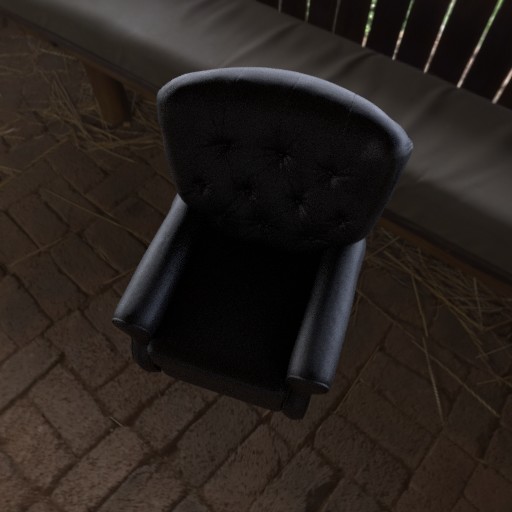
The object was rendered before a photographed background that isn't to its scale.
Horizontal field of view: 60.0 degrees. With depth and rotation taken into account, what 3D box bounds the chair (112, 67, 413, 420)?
[{"bbox_3d":[0.000,0.000,1.882,0.948,1.158,1.058,15,60,9],"label":"chair"}]
